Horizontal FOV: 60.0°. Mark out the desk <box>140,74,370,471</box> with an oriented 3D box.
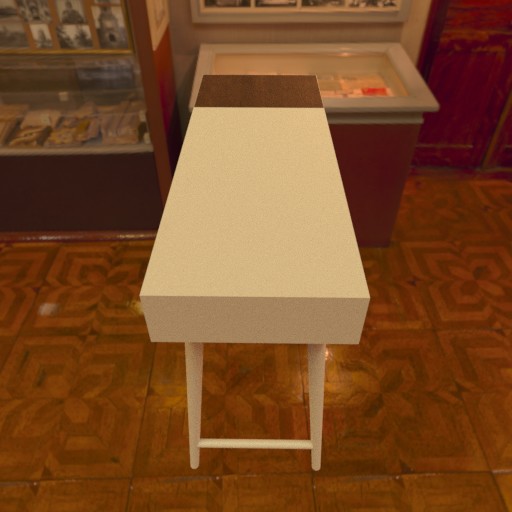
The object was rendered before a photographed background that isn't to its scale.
[{"bbox_3d":[0.000,0.000,1.416,0.409,0.761,1.069,1,42,1],"label":"desk"}]
